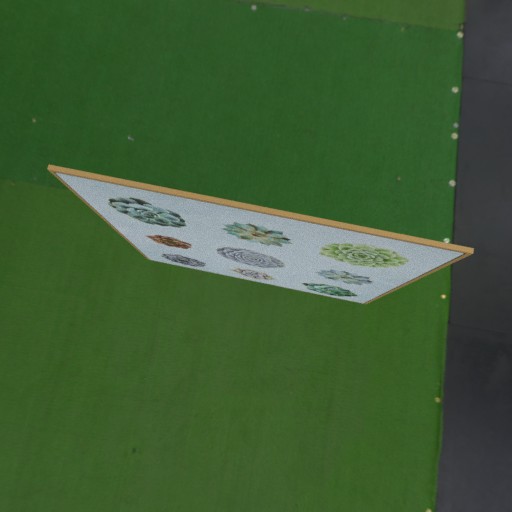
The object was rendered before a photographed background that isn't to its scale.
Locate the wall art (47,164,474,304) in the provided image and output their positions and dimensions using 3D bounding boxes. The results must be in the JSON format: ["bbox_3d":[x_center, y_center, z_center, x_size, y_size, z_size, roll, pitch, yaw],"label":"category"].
[{"bbox_3d":[0.000,0.000,1.449,0.962,0.959,0.013,11,78,3],"label":"wall art"}]
